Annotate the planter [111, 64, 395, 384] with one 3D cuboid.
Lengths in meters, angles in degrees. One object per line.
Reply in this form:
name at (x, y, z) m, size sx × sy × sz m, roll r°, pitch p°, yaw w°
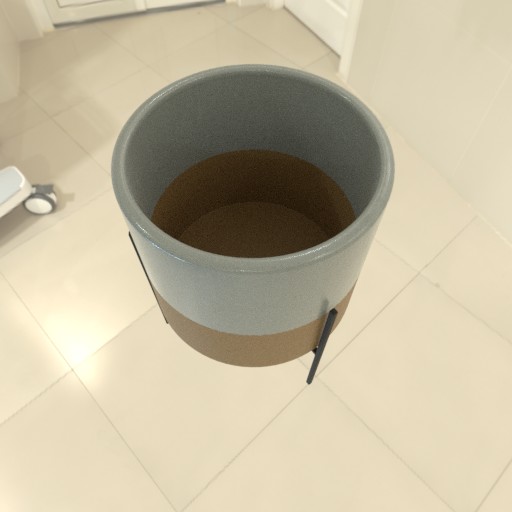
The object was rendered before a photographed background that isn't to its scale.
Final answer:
planter at (0.000, 0.000, 0.740) m, size 0.348 × 0.480 × 0.360 m, roll -32°, pitch 63°, yaw -18°
